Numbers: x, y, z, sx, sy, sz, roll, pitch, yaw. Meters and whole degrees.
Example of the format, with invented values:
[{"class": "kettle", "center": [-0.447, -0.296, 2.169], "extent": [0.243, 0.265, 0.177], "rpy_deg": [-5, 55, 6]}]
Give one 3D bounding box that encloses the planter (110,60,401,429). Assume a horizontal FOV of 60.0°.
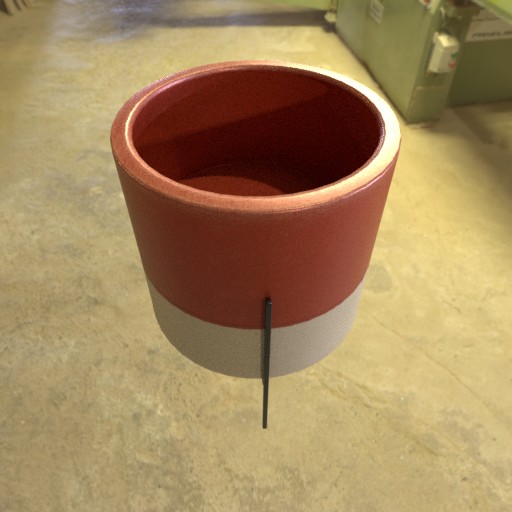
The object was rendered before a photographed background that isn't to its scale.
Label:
[{"class": "planter", "center": [0.000, 0.000, 0.693], "extent": [0.345, 0.465, 0.354], "rpy_deg": [-3, 46, -3]}]
